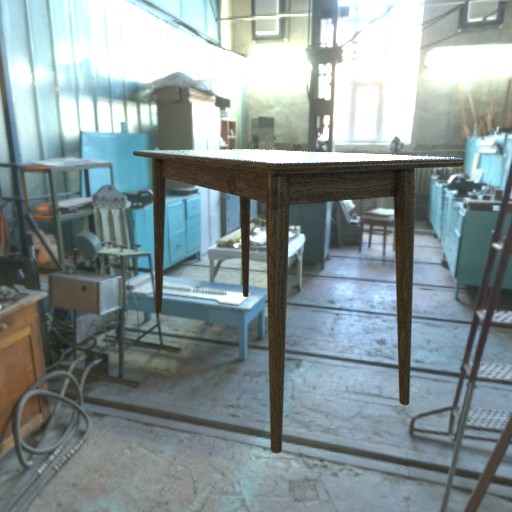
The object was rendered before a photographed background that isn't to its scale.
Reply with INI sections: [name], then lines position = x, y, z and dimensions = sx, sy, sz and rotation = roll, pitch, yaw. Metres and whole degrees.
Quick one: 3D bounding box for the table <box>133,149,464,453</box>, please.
[table]
position = 0.000, 0.000, 1.727
dimensions = 0.599, 0.780, 1.300
rotation = -8, 17, -27
